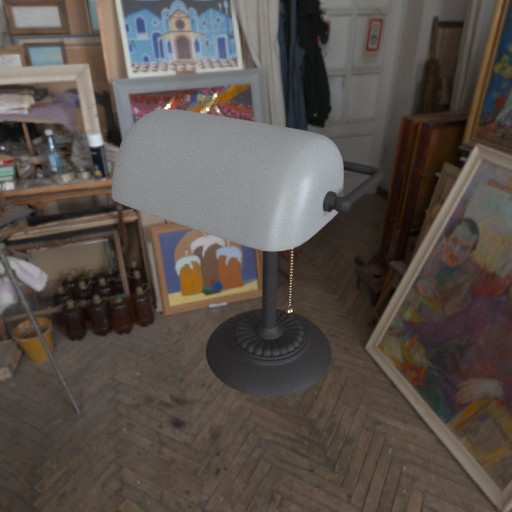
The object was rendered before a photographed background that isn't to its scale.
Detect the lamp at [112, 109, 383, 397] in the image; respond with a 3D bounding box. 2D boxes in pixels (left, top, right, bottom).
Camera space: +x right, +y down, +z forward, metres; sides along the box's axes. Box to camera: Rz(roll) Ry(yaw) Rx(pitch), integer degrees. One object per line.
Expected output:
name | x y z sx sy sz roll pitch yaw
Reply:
lamp | 0.000 0.000 0.527 0.264 0.339 0.243 19 35 29
